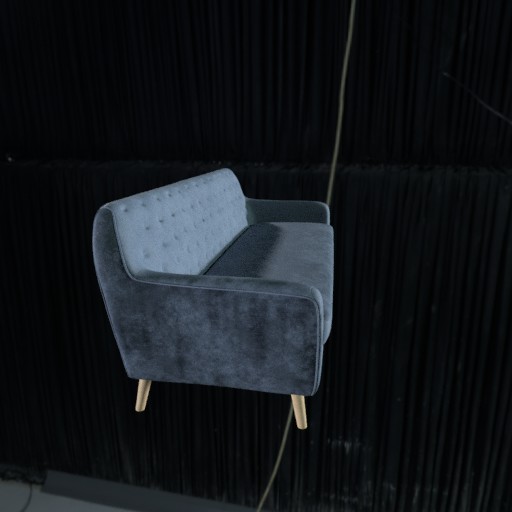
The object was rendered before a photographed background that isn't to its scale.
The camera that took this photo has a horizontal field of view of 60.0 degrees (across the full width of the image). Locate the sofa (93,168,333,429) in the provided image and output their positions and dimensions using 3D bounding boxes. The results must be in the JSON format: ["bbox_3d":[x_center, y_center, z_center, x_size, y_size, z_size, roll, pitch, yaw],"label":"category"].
[{"bbox_3d":[0.000,0.000,2.440,0.841,0.832,1.975,3,15,9],"label":"sofa"}]
